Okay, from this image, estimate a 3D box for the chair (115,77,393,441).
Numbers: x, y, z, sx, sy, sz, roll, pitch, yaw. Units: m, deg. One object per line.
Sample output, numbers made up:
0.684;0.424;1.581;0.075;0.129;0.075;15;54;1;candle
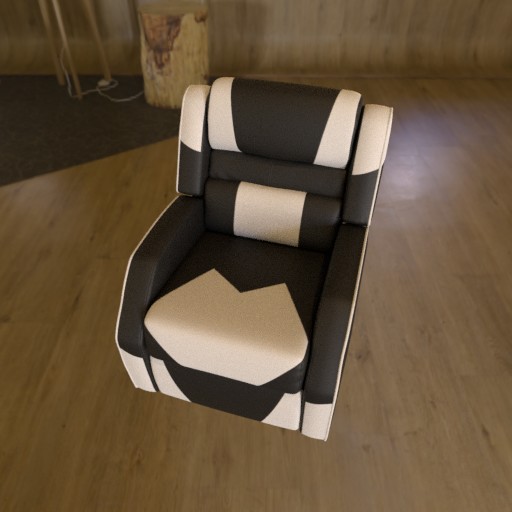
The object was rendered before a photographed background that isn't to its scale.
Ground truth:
0.000;0.000;1.309;0.620;0.805;0.672;11;42;13;chair
